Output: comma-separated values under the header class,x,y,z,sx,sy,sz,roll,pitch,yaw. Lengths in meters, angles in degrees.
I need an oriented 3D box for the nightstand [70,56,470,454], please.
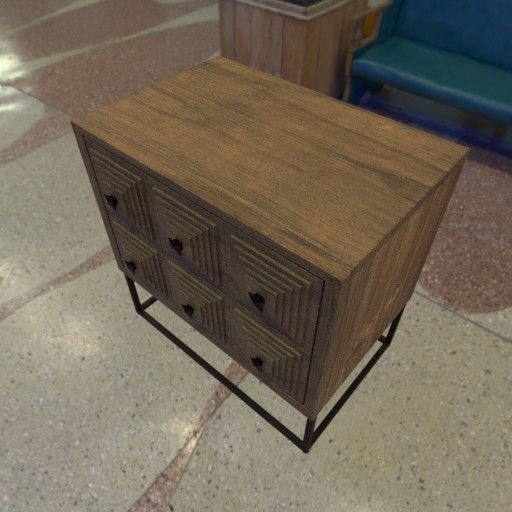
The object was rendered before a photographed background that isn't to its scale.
class,x,y,z,sx,sy,sz,roll,pitch,yaw
nightstand,0.000,0.000,1.012,0.610,0.610,0.437,32,54,27
